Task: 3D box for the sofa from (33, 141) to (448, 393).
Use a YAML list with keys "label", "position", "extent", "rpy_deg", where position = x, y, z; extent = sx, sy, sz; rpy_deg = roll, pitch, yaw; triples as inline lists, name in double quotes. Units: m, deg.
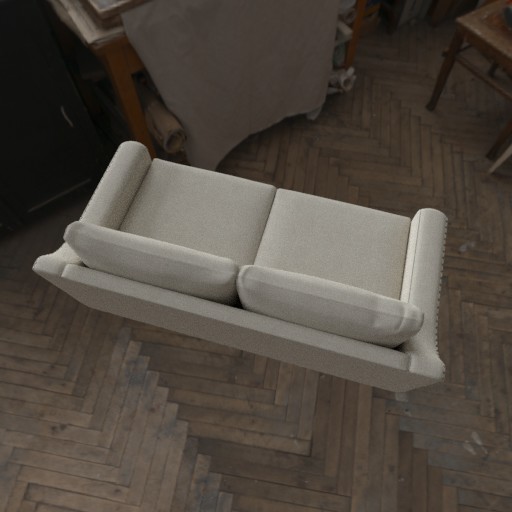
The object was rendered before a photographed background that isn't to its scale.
- label: "sofa"
  position: [0.000, 0.000, 2.689]
  extent: [2.107, 0.983, 1.104]
  rpy_deg: [14, 64, 7]
